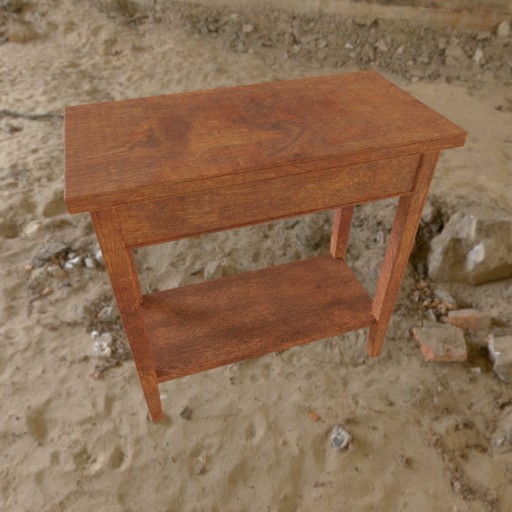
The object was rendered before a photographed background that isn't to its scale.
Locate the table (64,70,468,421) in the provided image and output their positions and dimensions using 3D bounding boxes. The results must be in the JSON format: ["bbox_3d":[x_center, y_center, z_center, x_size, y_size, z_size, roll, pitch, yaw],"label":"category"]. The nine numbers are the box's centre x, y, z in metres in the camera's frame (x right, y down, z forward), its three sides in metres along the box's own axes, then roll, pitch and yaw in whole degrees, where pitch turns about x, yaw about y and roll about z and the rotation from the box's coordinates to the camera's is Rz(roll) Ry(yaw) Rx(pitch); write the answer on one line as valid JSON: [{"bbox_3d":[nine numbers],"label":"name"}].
[{"bbox_3d":[0.000,0.000,0.940,0.610,0.610,0.305,-12,43,-13],"label":"table"}]
